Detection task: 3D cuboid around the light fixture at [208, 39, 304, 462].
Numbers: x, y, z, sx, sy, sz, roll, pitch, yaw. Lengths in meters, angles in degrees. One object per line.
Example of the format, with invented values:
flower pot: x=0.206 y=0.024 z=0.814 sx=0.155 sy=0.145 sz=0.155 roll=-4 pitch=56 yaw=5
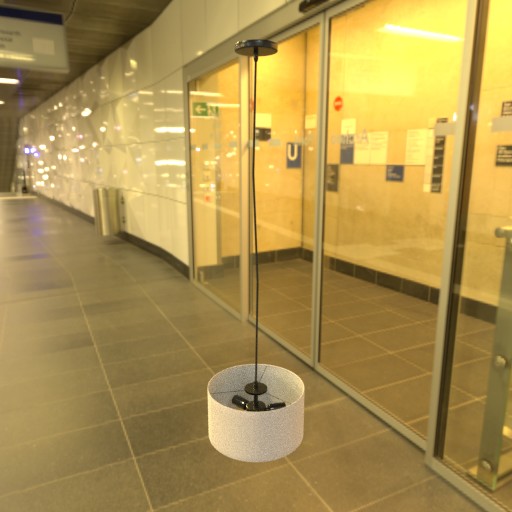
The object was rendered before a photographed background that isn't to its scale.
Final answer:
light fixture: x=0.000 y=0.000 z=1.716 sx=0.399 sy=1.516 sz=0.399 roll=0 pitch=12 yaw=0
